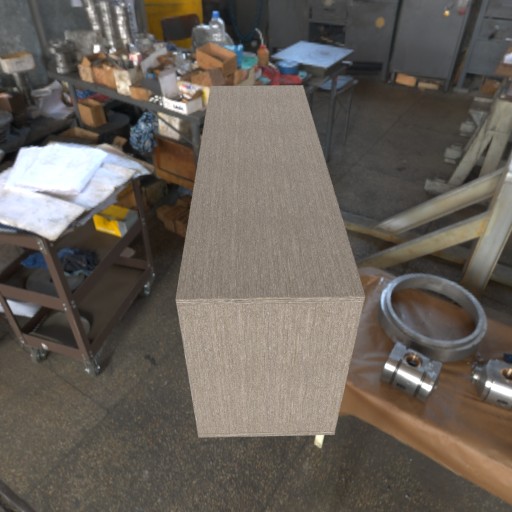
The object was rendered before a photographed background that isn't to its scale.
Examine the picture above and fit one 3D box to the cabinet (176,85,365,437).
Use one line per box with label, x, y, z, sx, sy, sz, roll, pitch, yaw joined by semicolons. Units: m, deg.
cabinet;0.000;0.000;1.578;0.405;0.787;1.194;-1;40;-1
